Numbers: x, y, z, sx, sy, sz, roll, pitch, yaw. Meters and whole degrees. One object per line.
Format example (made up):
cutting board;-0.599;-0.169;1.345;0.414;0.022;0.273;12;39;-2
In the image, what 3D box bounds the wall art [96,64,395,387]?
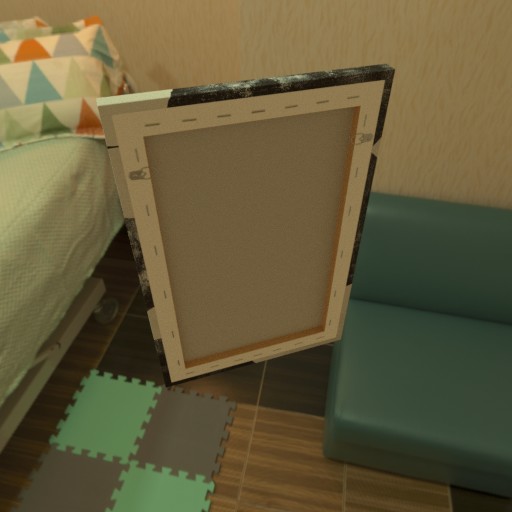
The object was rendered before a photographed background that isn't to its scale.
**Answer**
wall art;0.000;0.000;1.180;0.610;0.915;0.041;-12;43;-14
